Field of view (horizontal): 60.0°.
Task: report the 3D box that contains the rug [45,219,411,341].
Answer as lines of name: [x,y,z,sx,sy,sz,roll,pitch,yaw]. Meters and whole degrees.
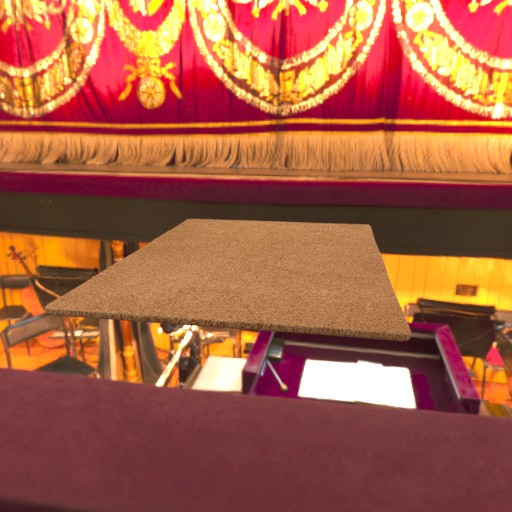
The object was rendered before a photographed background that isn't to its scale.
rug: [0.000,0.000,2.155,1.199,0.025,1.600,3,16,9]
